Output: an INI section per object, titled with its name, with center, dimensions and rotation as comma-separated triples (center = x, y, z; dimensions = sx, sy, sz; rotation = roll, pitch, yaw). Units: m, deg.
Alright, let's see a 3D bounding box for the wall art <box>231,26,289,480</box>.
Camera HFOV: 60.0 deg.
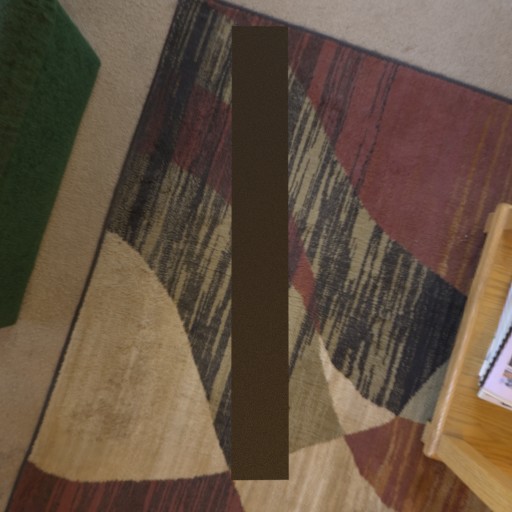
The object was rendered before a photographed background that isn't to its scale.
[wall art]
center = 0.000, 0.000, 0.448
dimensions = 0.038, 0.304, 0.304
rotation = 0, 88, -1
